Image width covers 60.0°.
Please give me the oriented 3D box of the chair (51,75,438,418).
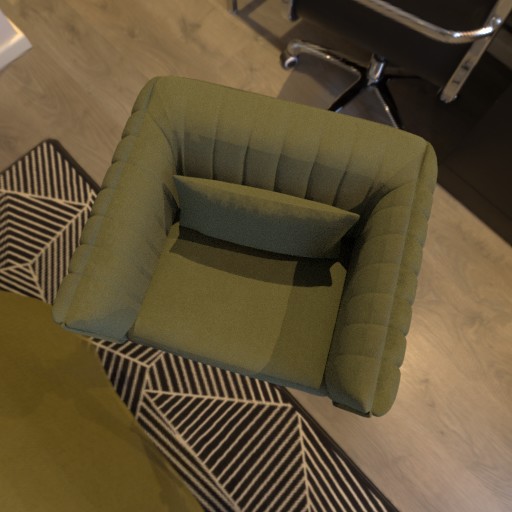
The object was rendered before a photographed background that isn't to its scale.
[{"bbox_3d":[0.000,0.000,1.637,1.032,0.794,0.877,15,75,4],"label":"chair"}]
